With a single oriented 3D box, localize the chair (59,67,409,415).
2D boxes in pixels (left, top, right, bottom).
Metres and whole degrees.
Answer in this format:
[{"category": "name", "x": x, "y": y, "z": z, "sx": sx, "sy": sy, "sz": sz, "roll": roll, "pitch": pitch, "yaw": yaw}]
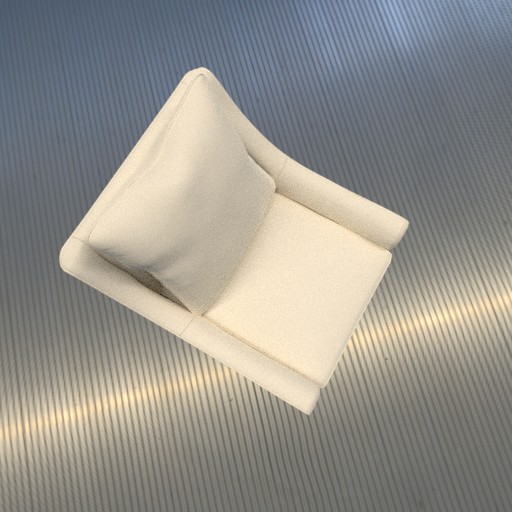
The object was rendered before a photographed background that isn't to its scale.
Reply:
[{"category": "chair", "x": 0.000, "y": 0.000, "z": 1.578, "sx": 0.876, "sy": 0.965, "sz": 0.756, "roll": 29, "pitch": 78, "yaw": 7}]
